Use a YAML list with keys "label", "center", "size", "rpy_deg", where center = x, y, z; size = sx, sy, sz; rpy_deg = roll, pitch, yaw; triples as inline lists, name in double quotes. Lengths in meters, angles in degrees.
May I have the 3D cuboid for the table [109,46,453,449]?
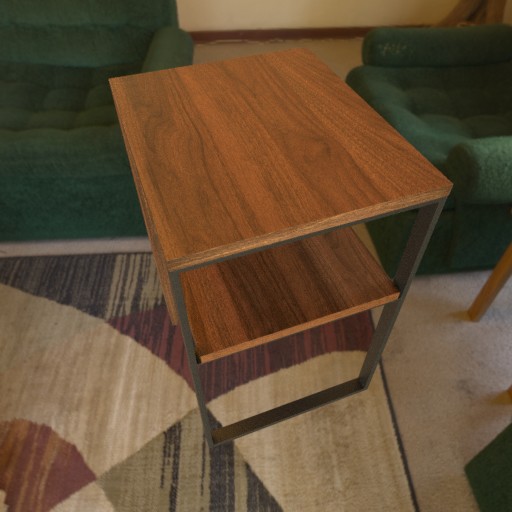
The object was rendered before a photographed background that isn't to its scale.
- label: "table"
  center: [0.000, 0.000, 1.557]
  size: [0.660, 1.041, 0.786]
  rpy_deg: [-15, 50, -14]
